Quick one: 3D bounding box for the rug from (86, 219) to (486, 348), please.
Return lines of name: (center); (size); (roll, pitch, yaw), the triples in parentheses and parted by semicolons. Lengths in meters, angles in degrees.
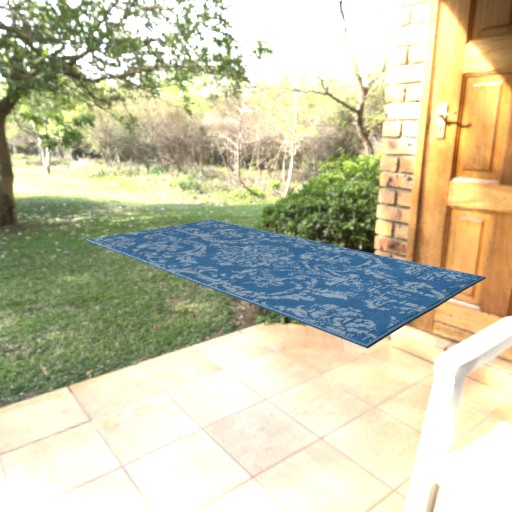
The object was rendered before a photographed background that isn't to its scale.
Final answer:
rug: (0.000, 0.000, 1.452); (0.604, 0.007, 1.219); (-14, 21, -42)
